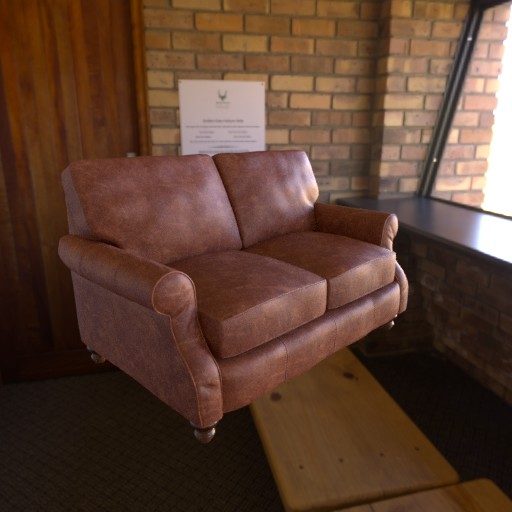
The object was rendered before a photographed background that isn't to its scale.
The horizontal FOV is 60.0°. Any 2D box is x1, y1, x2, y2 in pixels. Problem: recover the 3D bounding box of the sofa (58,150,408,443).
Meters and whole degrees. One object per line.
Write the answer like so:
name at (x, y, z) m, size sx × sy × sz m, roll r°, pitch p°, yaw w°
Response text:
sofa at (0.000, 0.000, 2.185) m, size 0.990 × 0.967 × 1.616 m, roll 15°, pitch 22°, yaw 43°
